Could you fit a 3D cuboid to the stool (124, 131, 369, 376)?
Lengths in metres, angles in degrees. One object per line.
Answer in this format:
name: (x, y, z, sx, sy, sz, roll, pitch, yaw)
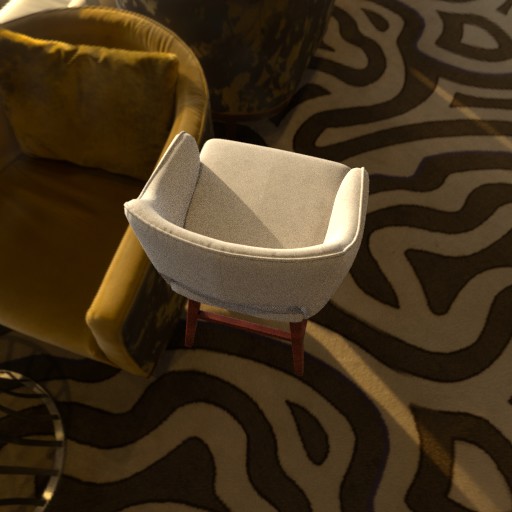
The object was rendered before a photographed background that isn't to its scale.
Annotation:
stool: (0.000, 0.000, 1.366, 0.548, 1.012, 0.558, 13, 63, 7)
